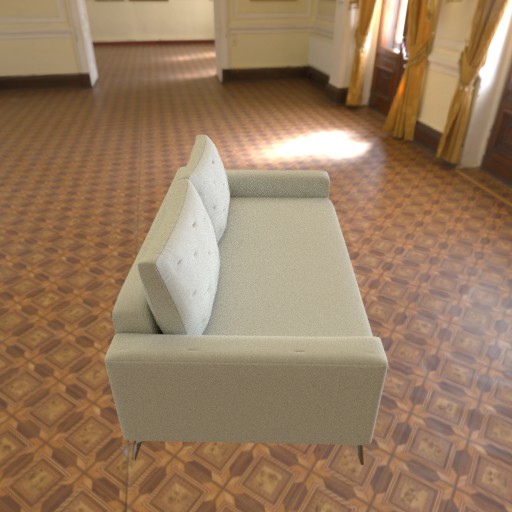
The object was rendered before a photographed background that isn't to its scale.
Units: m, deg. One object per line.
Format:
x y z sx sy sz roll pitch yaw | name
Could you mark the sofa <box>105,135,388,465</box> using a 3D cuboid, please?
0.000 0.000 2.119 0.920 0.790 1.650 1 32 1 | sofa
